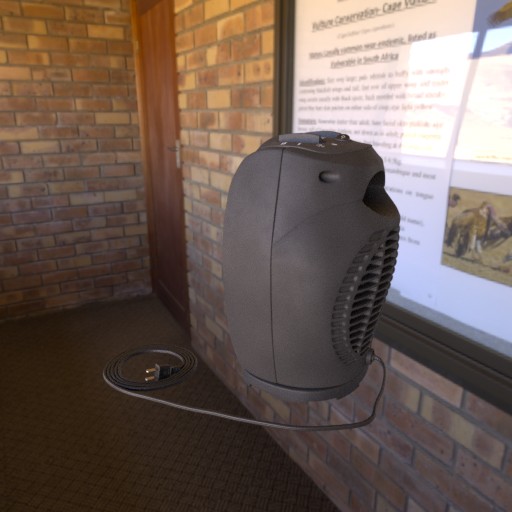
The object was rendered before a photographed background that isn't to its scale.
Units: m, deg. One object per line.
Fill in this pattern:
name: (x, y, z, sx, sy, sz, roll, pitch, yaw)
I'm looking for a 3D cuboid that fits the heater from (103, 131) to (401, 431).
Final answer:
heater: (0.000, 0.000, 0.471, 0.291, 0.255, 0.239, 9, 20, 26)
